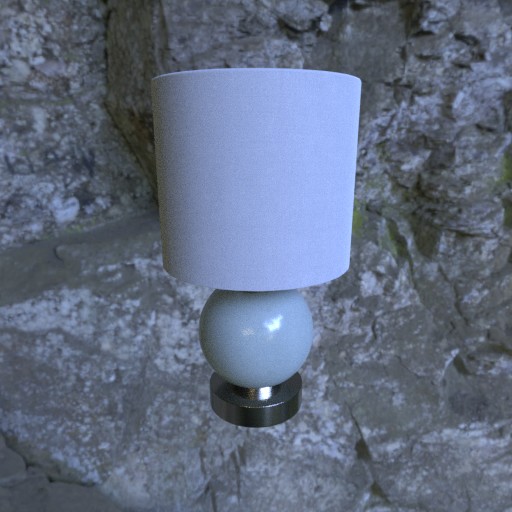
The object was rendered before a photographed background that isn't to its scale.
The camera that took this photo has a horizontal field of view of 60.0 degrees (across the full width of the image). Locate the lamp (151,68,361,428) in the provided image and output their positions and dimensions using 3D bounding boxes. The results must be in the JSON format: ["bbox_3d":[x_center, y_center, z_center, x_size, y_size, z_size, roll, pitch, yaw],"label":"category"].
[{"bbox_3d":[0.000,0.000,0.480,0.201,0.353,0.201,-3,16,-9],"label":"lamp"}]
